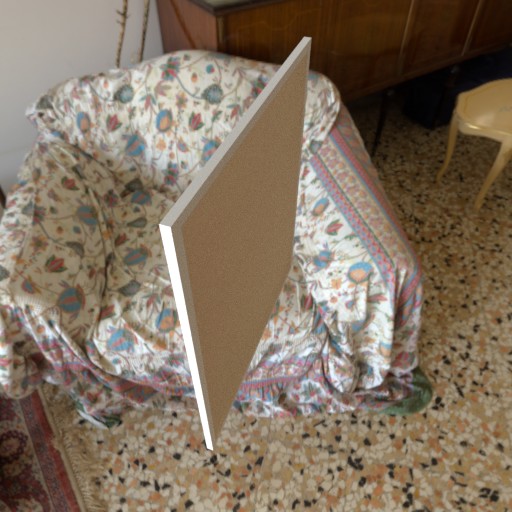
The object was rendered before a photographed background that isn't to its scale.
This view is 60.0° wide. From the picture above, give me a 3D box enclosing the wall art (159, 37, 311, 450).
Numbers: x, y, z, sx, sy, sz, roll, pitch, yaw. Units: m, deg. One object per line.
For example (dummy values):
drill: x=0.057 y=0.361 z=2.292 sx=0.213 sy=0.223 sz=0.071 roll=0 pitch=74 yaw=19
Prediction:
wall art: x=0.000 y=0.000 z=0.766 sx=0.012 sy=0.557 sz=0.482 roll=15 pitch=48 yaw=14
